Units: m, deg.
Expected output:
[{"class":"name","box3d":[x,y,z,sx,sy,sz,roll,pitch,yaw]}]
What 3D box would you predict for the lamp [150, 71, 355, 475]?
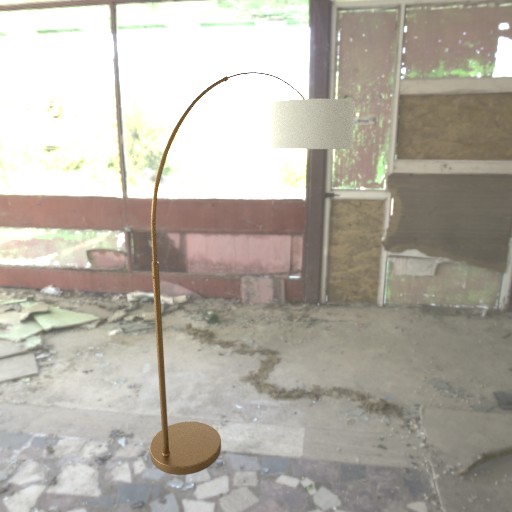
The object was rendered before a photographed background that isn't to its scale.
[{"class":"lamp","box3d":[0.000,0.000,2.480,0.493,1.927,1.434,13,20,42]}]
